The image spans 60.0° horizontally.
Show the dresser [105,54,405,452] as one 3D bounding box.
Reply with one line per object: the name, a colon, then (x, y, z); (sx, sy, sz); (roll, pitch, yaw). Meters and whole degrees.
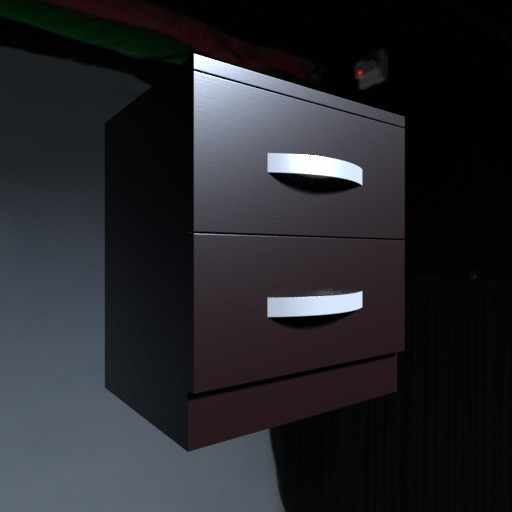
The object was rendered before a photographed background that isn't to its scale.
dresser: (0.000, 0.000, 0.756); (0.400, 0.470, 0.360); (0, 0, -36)
